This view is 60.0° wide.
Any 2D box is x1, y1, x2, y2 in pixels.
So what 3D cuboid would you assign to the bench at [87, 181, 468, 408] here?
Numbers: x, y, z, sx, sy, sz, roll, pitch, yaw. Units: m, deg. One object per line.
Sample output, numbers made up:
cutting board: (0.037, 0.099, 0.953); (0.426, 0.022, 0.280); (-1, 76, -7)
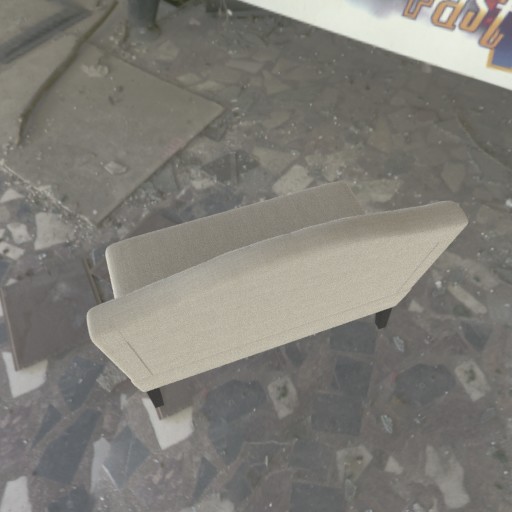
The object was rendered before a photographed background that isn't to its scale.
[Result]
bench: (0.000, 0.000, 2.002); (1.335, 1.180, 0.815); (-17, 58, -11)
